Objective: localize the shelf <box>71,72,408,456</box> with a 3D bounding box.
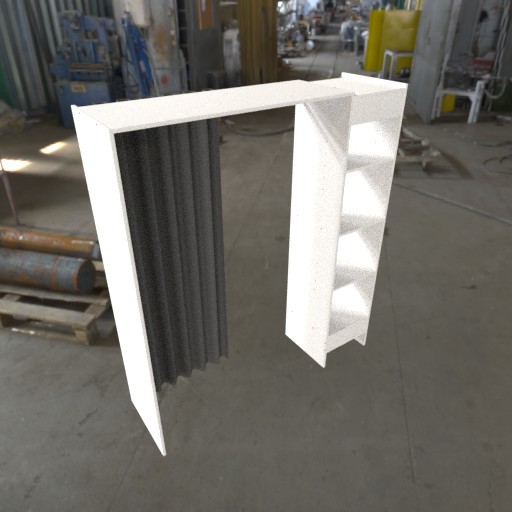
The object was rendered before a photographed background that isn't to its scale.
[{"bbox_3d":[0.000,0.000,2.574,1.600,1.810,0.500,-19,36,-29],"label":"shelf"}]
